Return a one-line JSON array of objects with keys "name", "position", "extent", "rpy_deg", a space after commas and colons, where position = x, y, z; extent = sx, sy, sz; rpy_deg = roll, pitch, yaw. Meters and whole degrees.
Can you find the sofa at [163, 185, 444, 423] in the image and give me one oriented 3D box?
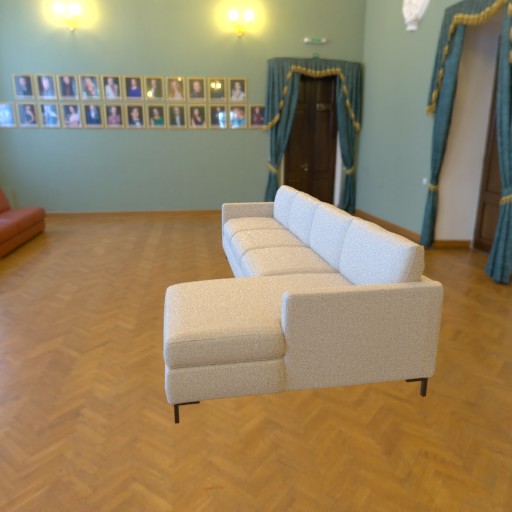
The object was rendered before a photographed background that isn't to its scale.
[{"name": "sofa", "position": [0.000, 0.000, 3.187], "extent": [1.258, 0.755, 2.731], "rpy_deg": [-3, 15, -9]}]
